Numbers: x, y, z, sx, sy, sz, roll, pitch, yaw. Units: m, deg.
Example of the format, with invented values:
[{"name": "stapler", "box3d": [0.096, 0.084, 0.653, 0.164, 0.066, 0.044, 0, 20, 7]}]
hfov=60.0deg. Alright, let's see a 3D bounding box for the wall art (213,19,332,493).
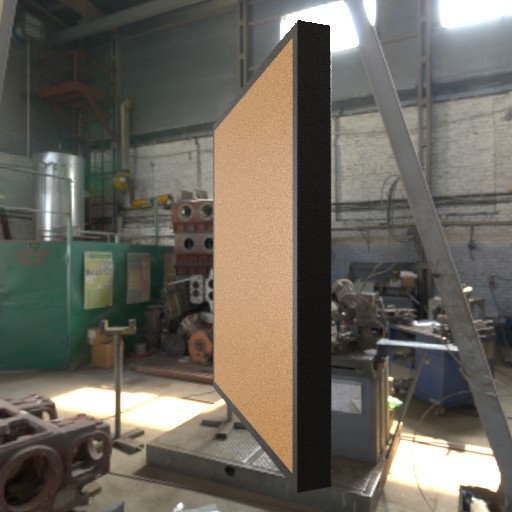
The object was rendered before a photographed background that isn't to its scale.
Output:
[{"name": "wall art", "box3d": [0.000, 0.000, 0.489, 0.030, 0.369, 0.294, 0, 0, -18]}]
